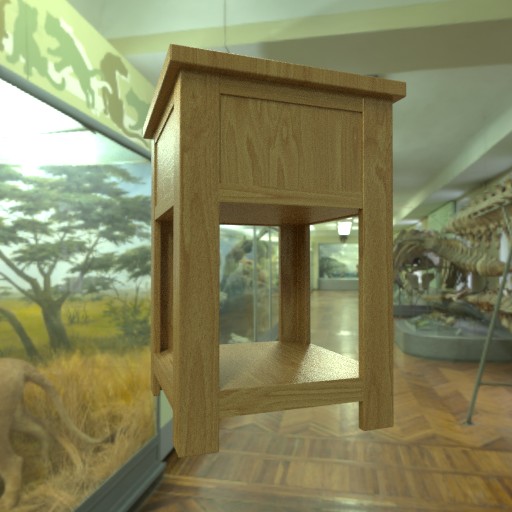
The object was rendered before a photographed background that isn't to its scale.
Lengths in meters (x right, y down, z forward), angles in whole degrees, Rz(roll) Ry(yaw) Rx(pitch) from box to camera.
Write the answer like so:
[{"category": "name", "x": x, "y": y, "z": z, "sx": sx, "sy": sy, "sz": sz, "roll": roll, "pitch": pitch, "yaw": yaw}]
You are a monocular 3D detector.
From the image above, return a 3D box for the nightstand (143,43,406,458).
[{"category": "nightstand", "x": 0.000, "y": 0.000, "z": 0.913, "sx": 0.418, "sy": 0.614, "sz": 0.428, "roll": 0, "pitch": -1, "yaw": -19}]
